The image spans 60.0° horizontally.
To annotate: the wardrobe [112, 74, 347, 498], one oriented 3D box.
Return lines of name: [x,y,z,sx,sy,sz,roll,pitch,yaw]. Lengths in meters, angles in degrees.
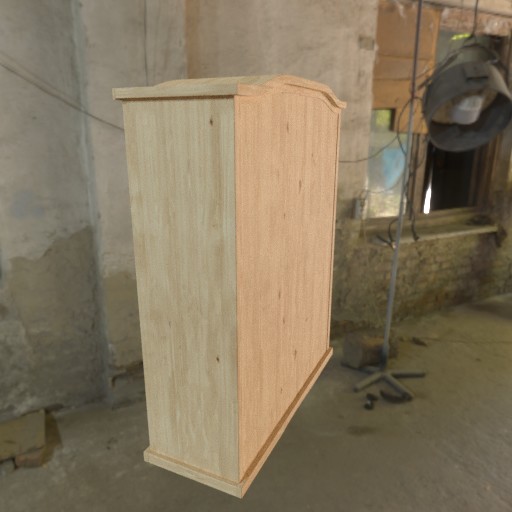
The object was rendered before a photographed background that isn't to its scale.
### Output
wardrobe: [0.000,0.000,2.548,0.570,1.870,1.500,8,18,24]
